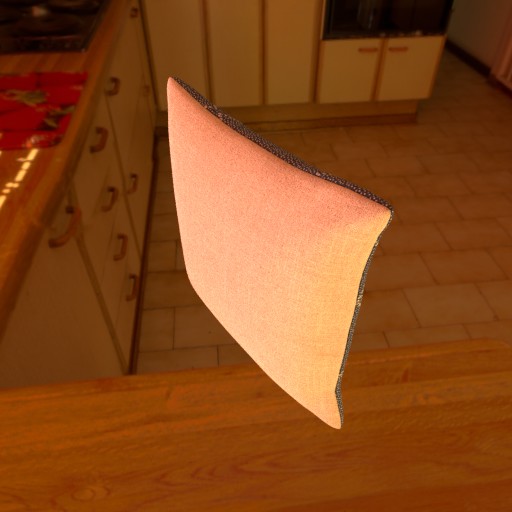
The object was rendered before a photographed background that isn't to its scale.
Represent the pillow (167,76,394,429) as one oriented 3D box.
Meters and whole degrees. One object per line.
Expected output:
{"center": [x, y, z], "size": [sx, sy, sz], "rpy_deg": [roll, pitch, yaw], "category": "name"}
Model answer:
{"center": [0.000, 0.000, 0.684], "size": [0.148, 0.428, 0.435], "rpy_deg": [-27, 48, -26], "category": "pillow"}
